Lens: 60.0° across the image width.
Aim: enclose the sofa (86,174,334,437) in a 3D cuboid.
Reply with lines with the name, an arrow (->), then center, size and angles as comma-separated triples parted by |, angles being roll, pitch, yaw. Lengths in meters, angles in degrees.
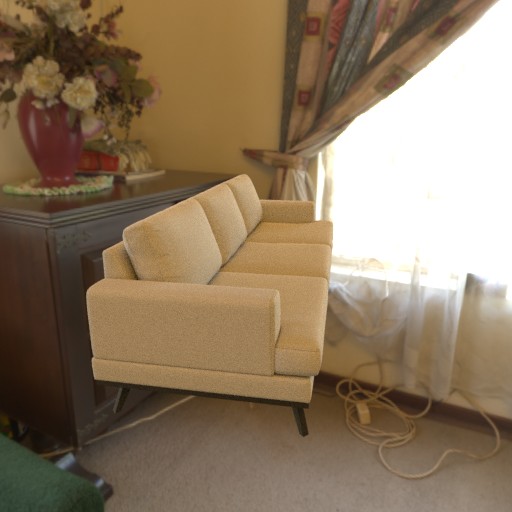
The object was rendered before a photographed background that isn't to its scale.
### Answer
sofa -> 0.000, 0.000, 2.746 | 0.920, 0.810, 2.310 | 3, 16, 10
